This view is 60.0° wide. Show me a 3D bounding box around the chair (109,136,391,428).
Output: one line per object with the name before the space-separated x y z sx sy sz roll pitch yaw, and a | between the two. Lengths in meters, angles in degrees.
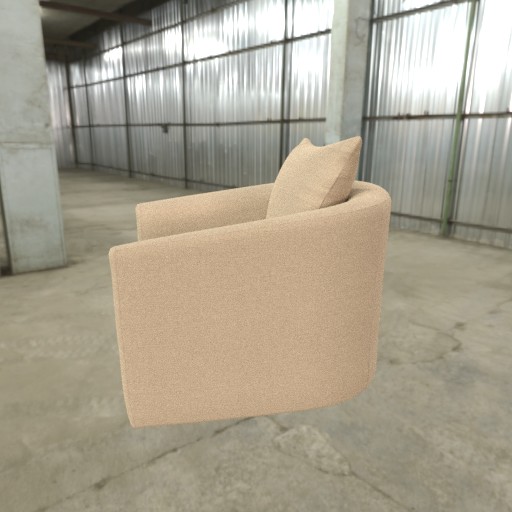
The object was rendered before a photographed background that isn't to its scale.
chair | 0.000 0.000 1.632 0.910 0.848 0.845 -3 15 -9
